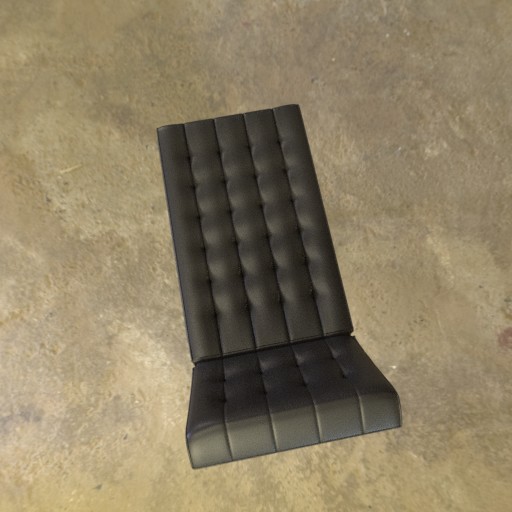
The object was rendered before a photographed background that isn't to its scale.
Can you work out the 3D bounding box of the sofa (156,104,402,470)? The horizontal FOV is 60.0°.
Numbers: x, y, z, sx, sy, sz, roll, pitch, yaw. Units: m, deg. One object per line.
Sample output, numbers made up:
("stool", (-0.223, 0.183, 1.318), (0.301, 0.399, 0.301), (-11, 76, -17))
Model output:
("sofa", (0.000, 0.000, 2.039), (0.760, 0.820, 1.560), (-10, 76, -3))
